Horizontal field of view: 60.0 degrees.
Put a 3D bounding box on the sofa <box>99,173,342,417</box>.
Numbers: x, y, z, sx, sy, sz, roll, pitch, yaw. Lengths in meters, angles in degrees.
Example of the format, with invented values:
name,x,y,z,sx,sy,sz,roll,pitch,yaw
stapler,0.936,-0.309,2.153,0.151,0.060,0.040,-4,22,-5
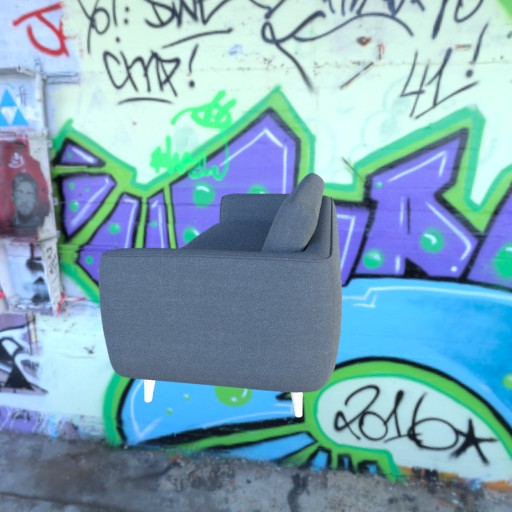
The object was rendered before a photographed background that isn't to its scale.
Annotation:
name,x,y,z,sx,sy,sz,roll,pitch,yaw
sofa,0.000,0.000,2.489,0.920,0.850,2.000,2,14,9
